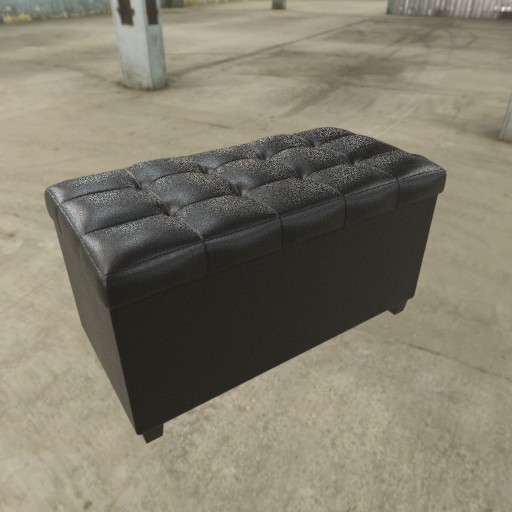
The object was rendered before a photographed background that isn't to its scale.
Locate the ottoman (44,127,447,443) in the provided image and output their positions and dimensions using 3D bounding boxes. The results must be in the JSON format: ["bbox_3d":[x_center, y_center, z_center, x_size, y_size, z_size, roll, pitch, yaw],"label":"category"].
[{"bbox_3d":[0.000,0.000,1.110,0.838,0.470,0.432,-19,37,-28],"label":"ottoman"}]
